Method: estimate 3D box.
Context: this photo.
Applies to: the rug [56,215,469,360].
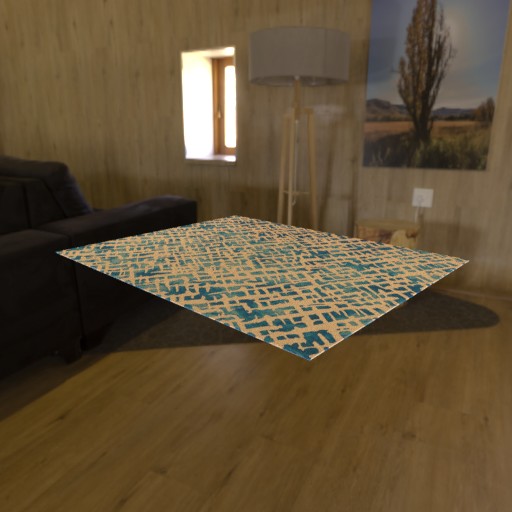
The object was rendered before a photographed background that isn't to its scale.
[{"bbox_3d":[0.000,0.000,4.126,3.007,0.007,2.435,15,22,41],"label":"rug"}]
